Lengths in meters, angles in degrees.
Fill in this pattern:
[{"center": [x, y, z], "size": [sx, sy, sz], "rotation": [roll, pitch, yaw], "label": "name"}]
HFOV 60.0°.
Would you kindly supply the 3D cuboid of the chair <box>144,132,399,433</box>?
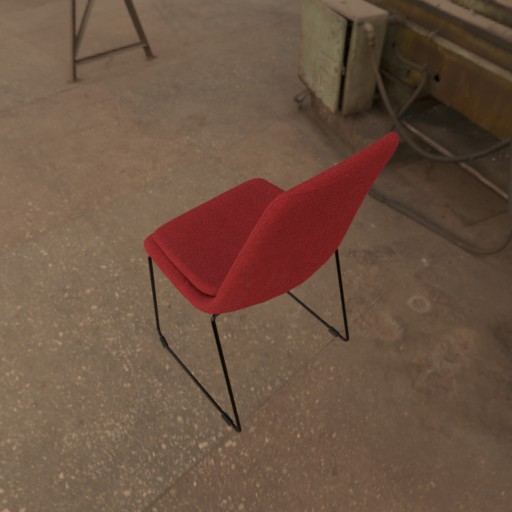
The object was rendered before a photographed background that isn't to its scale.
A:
[{"center": [0.000, 0.000, 1.168], "size": [0.479, 0.858, 0.518], "rotation": [-32, 54, -27], "label": "chair"}]
